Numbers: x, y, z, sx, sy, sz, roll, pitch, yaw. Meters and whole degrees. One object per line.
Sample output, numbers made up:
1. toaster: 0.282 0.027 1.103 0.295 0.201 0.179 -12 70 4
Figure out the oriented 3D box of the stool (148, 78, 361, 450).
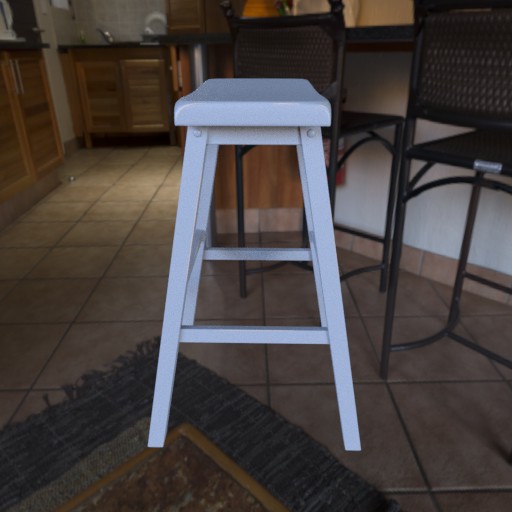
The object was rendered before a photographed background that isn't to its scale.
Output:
1. stool: 0.000 0.000 1.033 0.476 0.737 0.457 1 26 1
